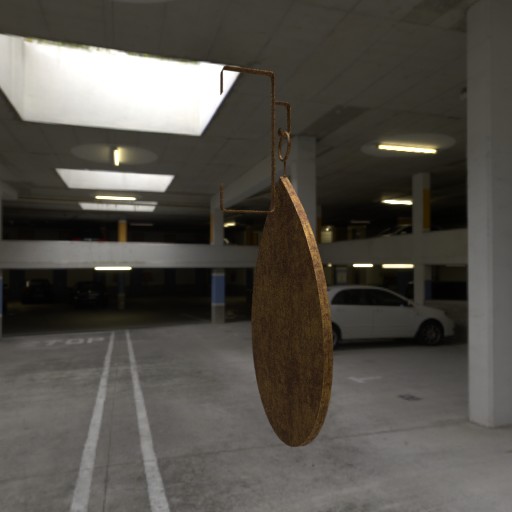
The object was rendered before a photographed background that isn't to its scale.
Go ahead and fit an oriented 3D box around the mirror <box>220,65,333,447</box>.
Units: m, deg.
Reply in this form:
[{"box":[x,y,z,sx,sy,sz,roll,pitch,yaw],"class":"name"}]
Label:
[{"box":[0.000,0.000,0.889,0.144,0.744,0.405,0,-1,-17],"class":"mirror"}]
